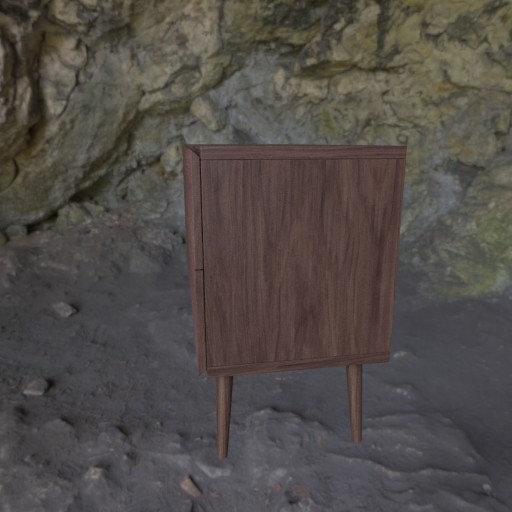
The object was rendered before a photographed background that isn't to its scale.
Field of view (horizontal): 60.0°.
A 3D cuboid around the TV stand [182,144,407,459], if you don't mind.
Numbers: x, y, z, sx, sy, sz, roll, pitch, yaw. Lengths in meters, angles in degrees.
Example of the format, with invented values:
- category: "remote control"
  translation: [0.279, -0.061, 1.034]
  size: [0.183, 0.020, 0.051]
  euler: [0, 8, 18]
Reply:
- category: "TV stand"
  translation: [0.000, 0.000, 1.355]
  size: [0.405, 0.660, 0.990]
  euler: [-3, 15, -10]
